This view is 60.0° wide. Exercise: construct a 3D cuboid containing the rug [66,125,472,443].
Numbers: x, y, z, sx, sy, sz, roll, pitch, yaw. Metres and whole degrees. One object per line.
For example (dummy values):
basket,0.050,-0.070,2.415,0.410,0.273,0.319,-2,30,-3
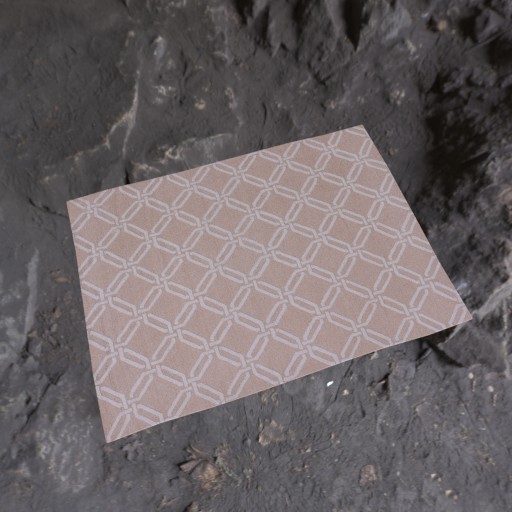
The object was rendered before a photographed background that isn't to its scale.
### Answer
rug,0.000,0.000,4.298,3.365,0.020,2.452,-16,65,-8
